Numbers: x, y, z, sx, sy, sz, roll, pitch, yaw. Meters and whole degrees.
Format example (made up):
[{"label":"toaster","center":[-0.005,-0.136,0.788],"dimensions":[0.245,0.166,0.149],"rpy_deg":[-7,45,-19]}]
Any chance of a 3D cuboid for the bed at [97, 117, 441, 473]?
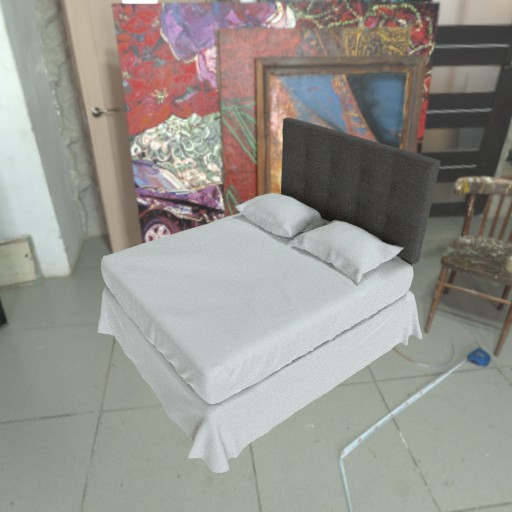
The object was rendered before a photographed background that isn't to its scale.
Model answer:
[{"label":"bed","center":[0.000,0.000,3.516],"dimensions":[2.222,1.577,1.936],"rpy_deg":[-21,37,-32]}]
